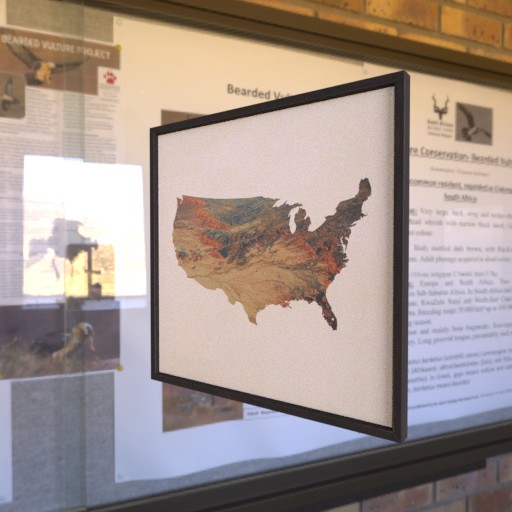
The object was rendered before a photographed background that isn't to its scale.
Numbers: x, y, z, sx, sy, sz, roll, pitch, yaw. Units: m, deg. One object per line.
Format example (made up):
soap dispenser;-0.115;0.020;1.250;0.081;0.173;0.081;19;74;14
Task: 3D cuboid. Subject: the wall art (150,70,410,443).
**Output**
wall art;0.000;0.000;0.453;0.304;0.303;0.015;1;2;35
